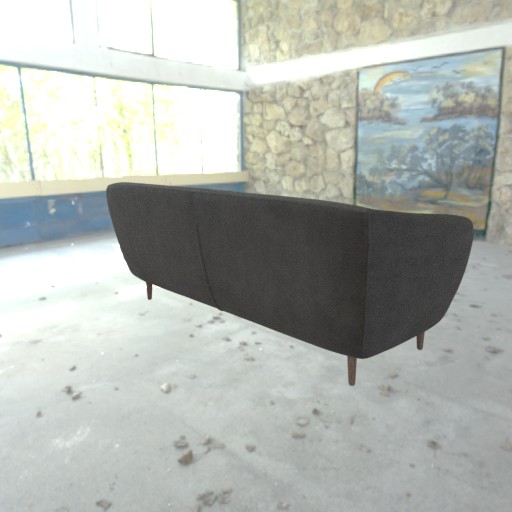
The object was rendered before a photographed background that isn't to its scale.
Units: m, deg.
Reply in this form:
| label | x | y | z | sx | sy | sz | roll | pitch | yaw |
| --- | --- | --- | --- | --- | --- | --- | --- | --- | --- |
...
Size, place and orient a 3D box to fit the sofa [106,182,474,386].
| label | x | y | z | sx | sy | sz | roll | pitch | yaw |
| --- | --- | --- | --- | --- | --- | --- | --- | --- | --- |
| sofa | 0.000 | 0.000 | 2.727 | 0.956 | 0.875 | 2.296 | -13 | 18 | -43 |
